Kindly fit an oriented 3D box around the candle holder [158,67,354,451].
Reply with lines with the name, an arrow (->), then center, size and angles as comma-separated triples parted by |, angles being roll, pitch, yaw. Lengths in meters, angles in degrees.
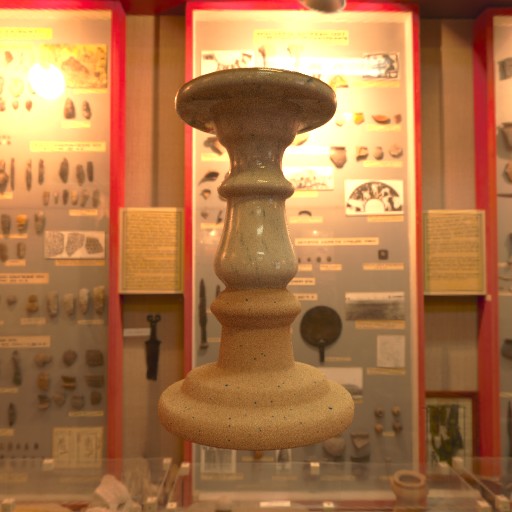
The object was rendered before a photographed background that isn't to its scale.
candle holder -> 0.000, 0.000, 0.286 | 0.123, 0.202, 0.123 | 0, -1, 0
